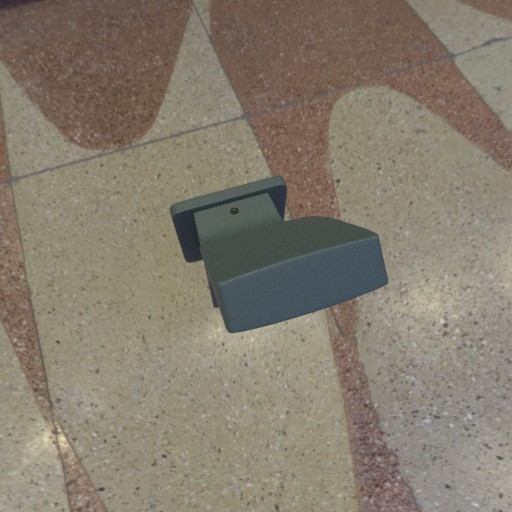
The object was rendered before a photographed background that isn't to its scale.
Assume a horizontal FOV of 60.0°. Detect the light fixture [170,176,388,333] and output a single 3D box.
[{"bbox_3d":[0.000,0.000,0.340,0.108,0.243,0.174,-16,64,-8],"label":"light fixture"}]
